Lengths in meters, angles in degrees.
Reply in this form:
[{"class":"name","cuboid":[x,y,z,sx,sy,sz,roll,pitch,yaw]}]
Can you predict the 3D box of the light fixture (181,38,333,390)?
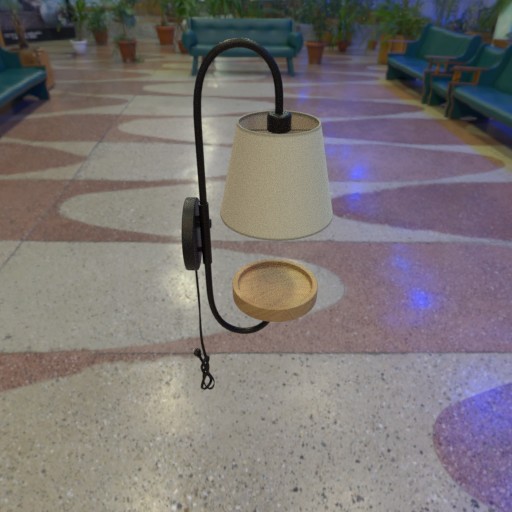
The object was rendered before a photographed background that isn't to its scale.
[{"class":"light fixture","cuboid":[0.000,0.000,0.923,0.299,0.821,0.220,0,33,0]}]
